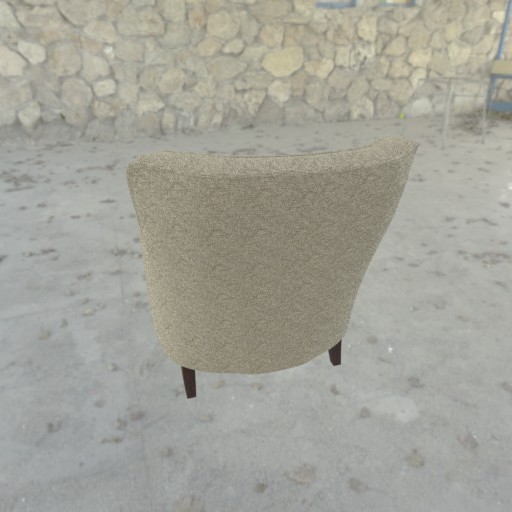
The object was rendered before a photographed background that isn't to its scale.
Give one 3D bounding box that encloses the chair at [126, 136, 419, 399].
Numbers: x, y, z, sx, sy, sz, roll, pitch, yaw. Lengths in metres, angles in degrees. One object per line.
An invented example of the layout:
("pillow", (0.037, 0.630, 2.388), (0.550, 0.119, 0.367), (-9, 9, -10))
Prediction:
("chair", (0.000, 0.000, 1.649), (0.820, 0.920, 0.910), (-8, 27, -16))
